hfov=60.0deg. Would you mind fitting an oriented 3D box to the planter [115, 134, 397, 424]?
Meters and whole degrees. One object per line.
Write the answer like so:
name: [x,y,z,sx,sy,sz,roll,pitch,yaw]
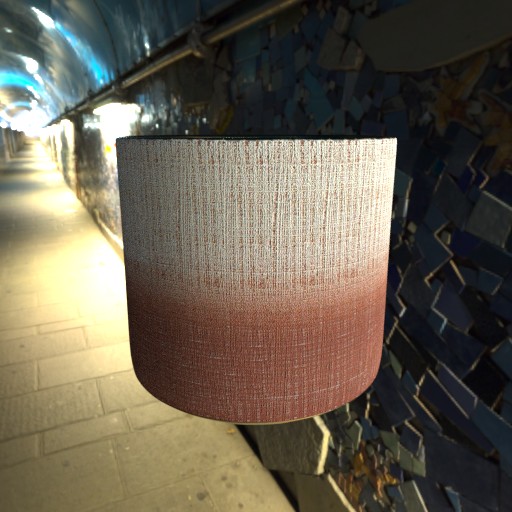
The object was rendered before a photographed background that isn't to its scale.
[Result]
planter: [0.000,0.000,0.383,0.221,0.201,0.221,0,16,0]
